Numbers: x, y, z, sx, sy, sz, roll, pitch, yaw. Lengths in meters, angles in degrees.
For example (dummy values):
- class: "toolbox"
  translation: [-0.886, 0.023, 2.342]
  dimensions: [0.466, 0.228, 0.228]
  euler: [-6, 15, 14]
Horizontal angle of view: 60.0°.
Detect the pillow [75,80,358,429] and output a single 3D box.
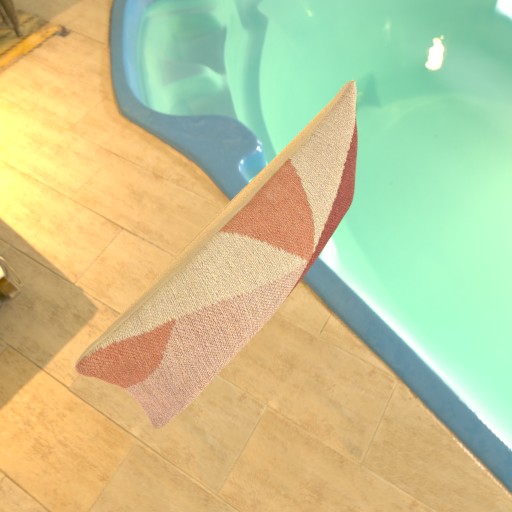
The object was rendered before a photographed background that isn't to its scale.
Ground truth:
- class: "pillow"
  translation: [0.000, 0.000, 0.729]
  dimensions: [0.155, 0.292, 0.609]
  euler: [33, 65, 18]
